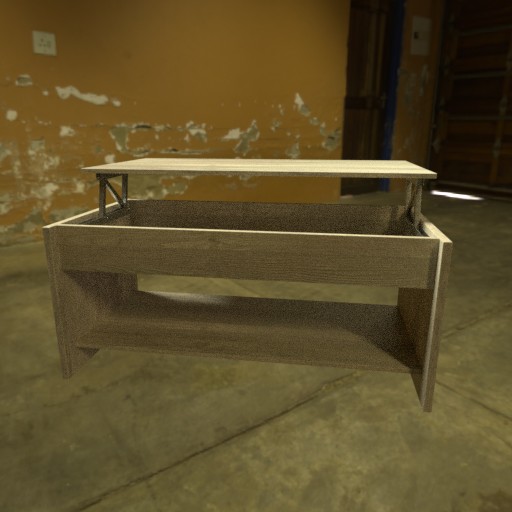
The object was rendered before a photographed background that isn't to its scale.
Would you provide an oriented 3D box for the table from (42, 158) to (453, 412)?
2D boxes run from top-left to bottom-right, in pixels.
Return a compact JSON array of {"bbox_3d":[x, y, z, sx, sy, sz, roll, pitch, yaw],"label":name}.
[{"bbox_3d":[0.000,0.000,1.440,1.000,0.570,0.712,2,16,9],"label":"table"}]
